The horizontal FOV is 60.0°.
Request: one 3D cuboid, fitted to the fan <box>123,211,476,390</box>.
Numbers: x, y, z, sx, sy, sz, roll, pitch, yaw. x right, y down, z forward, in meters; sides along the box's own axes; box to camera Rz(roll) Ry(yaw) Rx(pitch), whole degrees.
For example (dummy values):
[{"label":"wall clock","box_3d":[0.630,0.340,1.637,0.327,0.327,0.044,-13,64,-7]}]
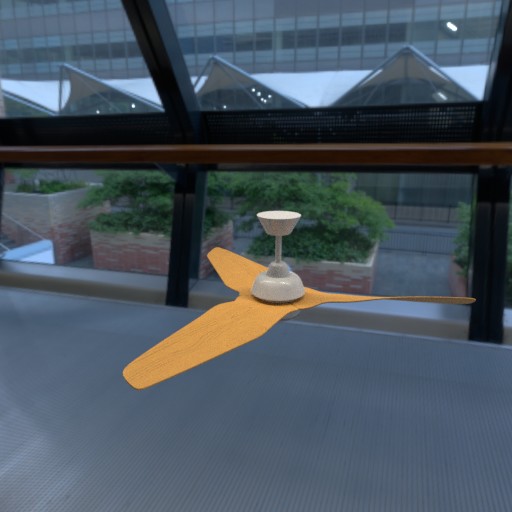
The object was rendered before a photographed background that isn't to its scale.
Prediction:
[{"label":"fan","box_3d":[0.000,0.000,1.621,1.142,0.355,1.010,-8,18,-26]}]
